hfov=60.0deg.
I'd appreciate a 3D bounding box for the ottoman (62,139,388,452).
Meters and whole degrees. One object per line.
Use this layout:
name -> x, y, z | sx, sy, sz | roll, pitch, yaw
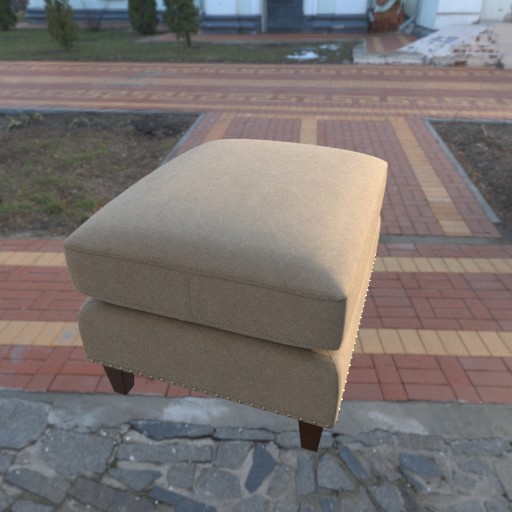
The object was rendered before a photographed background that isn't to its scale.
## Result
ottoman -> 0.000, 0.000, 1.172 | 0.584, 0.513, 0.741 | 10, 32, 17
